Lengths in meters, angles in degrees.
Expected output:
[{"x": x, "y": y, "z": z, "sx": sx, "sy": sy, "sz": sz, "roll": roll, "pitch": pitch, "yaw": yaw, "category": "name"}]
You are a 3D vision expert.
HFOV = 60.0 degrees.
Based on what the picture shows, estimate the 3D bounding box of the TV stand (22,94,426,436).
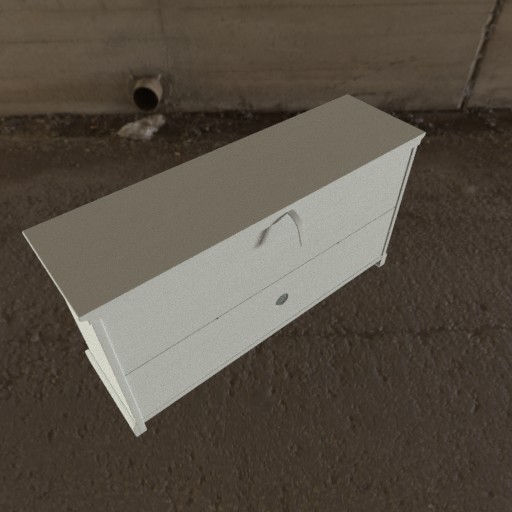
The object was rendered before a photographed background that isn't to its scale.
[{"x": 0.000, "y": 0.000, "z": 1.485, "sx": 1.187, "sy": 0.624, "sz": 0.424, "roll": -30, "pitch": 53, "yaw": -26, "category": "TV stand"}]
